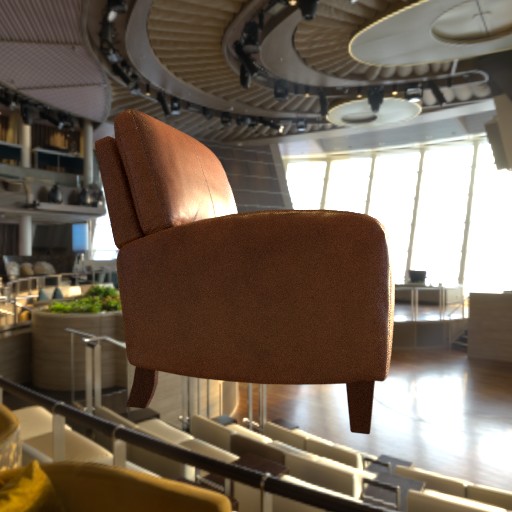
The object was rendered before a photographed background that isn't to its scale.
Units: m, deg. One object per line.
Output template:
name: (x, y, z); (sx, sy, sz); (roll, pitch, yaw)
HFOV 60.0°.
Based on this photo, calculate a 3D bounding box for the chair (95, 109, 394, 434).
chair: (0.000, 0.000, 1.665); (0.990, 0.990, 0.762); (0, 0, 17)
